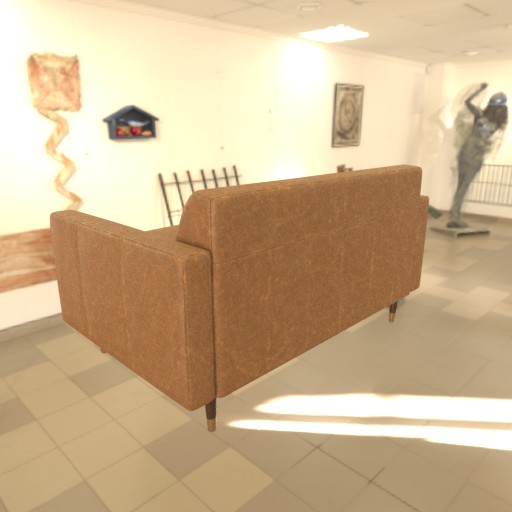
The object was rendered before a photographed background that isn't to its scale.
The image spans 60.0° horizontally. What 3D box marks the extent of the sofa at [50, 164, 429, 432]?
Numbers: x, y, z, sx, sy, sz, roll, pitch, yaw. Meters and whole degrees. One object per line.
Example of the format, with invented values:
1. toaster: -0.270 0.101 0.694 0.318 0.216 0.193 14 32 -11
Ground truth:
1. sofa: 0.000 0.000 2.089 0.960 0.820 1.549 16 23 43
